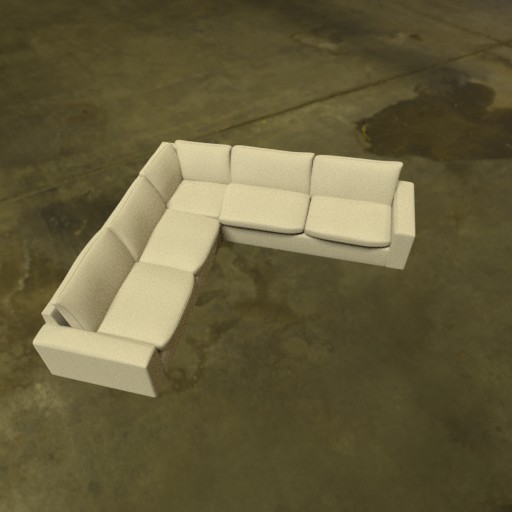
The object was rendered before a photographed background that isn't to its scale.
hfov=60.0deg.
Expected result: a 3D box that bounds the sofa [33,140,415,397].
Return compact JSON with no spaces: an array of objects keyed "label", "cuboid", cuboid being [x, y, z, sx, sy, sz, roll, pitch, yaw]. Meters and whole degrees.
[{"label":"sofa","cuboid":[0.000,0.000,4.625,3.206,0.918,3.066,9,46,9]}]
